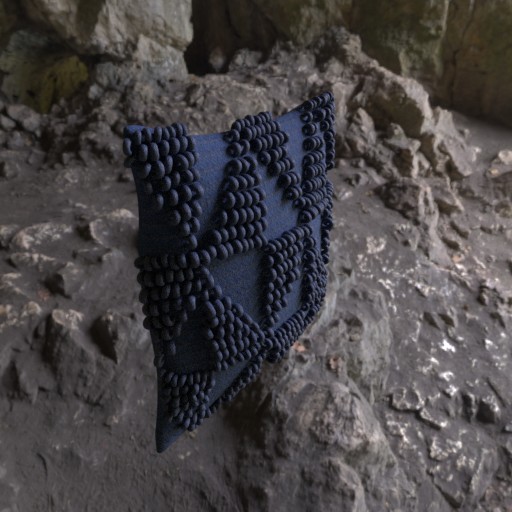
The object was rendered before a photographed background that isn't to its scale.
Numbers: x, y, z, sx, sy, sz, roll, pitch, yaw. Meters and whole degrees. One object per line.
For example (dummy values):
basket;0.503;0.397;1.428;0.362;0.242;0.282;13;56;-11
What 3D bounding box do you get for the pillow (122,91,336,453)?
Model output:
pillow;0.000;0.000;0.713;0.172;0.466;0.469;17;31;31
